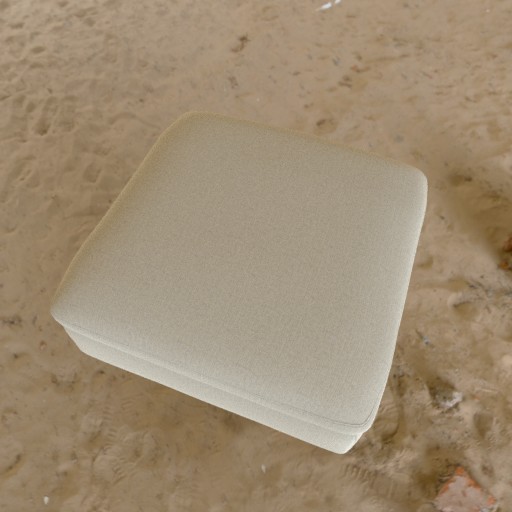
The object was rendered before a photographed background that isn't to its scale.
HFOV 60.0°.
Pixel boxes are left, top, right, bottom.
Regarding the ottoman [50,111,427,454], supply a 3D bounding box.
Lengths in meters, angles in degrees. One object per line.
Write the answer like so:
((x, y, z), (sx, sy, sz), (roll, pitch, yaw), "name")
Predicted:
((0.000, 0.000, 1.532), (0.996, 0.467, 0.977), (18, 59, 11), "ottoman")
